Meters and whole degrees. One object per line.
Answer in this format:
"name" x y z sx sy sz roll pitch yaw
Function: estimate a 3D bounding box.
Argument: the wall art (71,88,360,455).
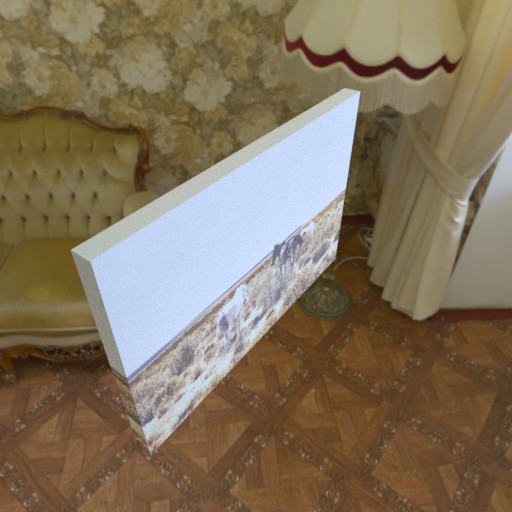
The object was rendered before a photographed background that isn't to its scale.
"wall art" 0.000 0.000 1.162 0.050 0.610 0.914 25 46 27
